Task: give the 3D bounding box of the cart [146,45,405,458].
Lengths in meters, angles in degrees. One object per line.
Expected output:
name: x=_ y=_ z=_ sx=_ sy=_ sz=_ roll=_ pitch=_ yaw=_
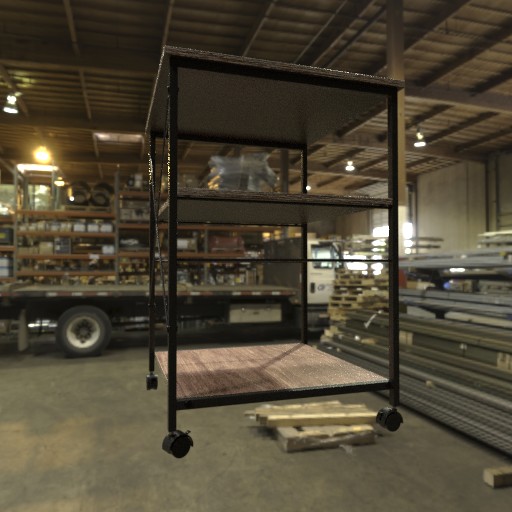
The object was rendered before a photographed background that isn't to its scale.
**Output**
cart: x=0.000 y=0.000 z=1.134 sx=0.520 sy=0.762 sz=0.521 roll=0 pitch=-1 yaw=-18
